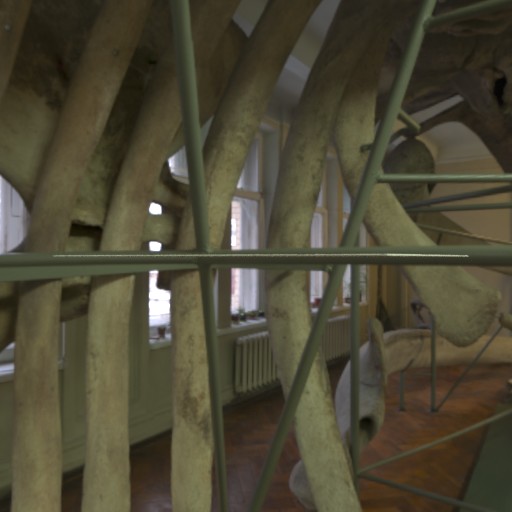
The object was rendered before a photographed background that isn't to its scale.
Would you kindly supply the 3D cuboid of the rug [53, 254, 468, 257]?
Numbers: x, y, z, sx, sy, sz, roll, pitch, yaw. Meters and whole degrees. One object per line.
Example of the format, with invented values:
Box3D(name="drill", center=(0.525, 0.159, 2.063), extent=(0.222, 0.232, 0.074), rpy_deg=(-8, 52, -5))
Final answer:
Box3D(name="rug", center=(0.000, 0.000, 2.911), extent=(2.284, 0.008, 1.522), rpy_deg=(0, 0, 36))
